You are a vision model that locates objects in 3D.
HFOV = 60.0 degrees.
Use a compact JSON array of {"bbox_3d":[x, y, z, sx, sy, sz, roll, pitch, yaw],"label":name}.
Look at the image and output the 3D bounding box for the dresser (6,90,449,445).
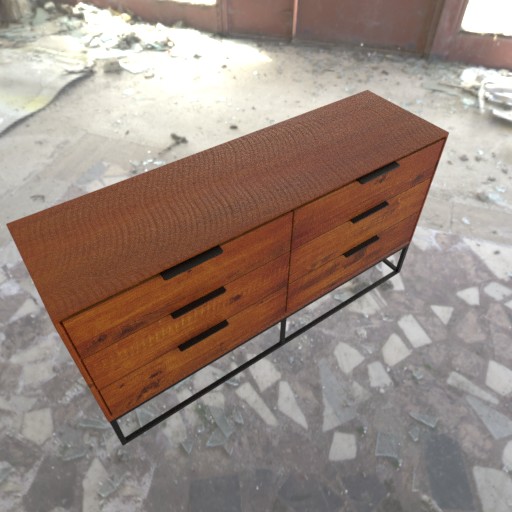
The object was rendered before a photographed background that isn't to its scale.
[{"bbox_3d":[0.000,0.000,1.815,1.536,0.810,0.464,-27,52,-24],"label":"dresser"}]
